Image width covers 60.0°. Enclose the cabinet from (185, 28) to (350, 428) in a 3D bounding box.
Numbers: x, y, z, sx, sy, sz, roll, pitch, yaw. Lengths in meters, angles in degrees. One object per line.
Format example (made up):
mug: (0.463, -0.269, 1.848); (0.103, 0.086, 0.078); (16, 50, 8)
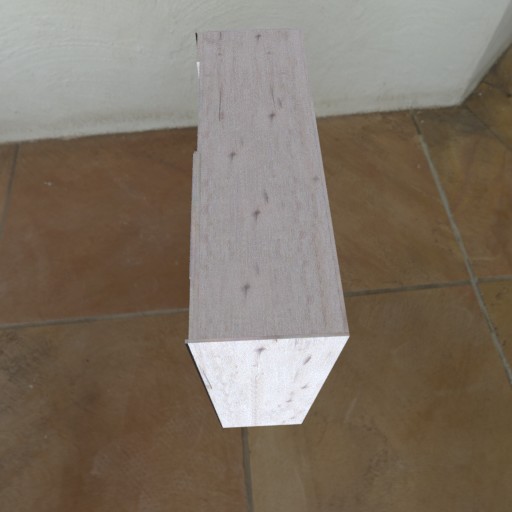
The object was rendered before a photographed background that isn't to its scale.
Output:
cabinet: (0.000, 0.000, 3.211); (0.660, 2.180, 2.000); (-2, 61, -1)
